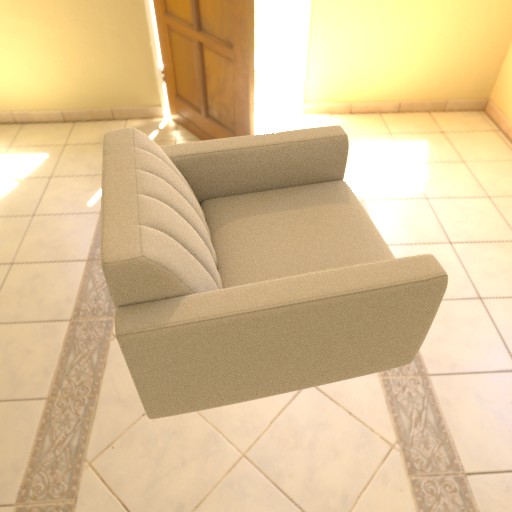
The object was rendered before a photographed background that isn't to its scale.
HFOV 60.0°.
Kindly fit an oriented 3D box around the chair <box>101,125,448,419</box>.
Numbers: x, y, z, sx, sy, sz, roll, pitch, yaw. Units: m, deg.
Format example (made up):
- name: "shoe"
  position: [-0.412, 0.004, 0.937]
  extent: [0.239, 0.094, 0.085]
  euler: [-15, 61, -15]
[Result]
- name: "chair"
  position: [0.000, 0.000, 1.687]
  extent: [0.998, 0.819, 0.953]
  euler: [-9, 46, -9]
